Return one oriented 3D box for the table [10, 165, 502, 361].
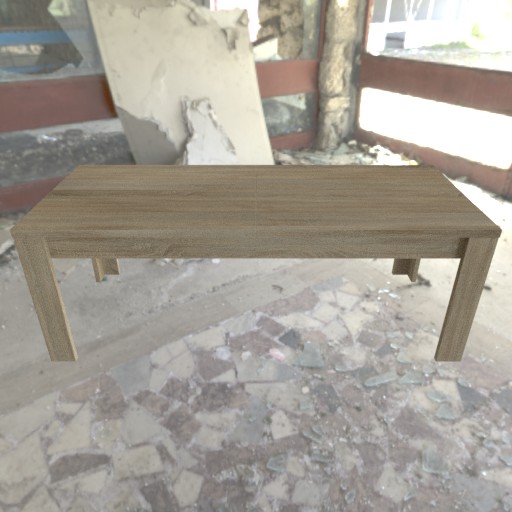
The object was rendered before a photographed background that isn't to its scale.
[{"bbox_3d":[0.000,0.000,2.566,2.200,0.790,0.900,0,30,0],"label":"table"}]
